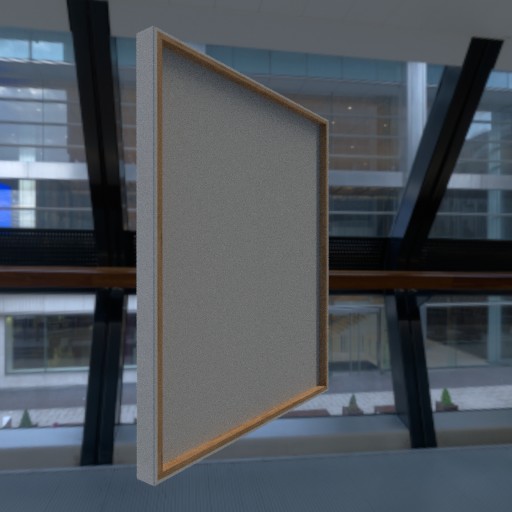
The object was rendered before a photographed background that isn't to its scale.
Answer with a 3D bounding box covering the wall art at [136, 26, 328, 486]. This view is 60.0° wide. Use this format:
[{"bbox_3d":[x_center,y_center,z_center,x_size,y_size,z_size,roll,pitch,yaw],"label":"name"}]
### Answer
[{"bbox_3d":[0.000,0.000,0.799,0.037,0.606,0.508,0,0,36],"label":"wall art"}]
